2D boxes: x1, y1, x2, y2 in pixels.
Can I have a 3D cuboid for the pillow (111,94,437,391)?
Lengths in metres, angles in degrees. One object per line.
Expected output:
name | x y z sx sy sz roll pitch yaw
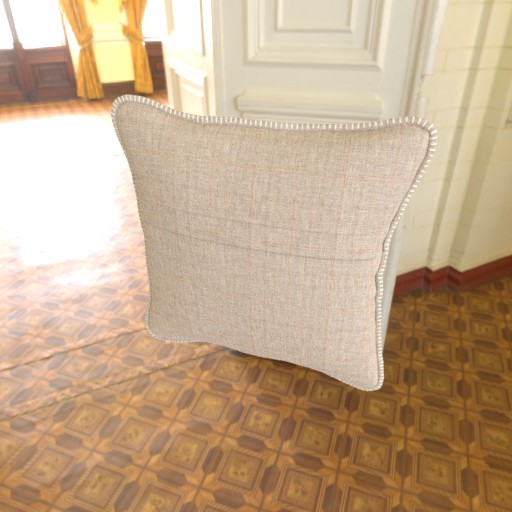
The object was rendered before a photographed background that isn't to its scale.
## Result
pillow | 0.000 0.000 0.744 0.485 0.494 0.124 10 33 16
